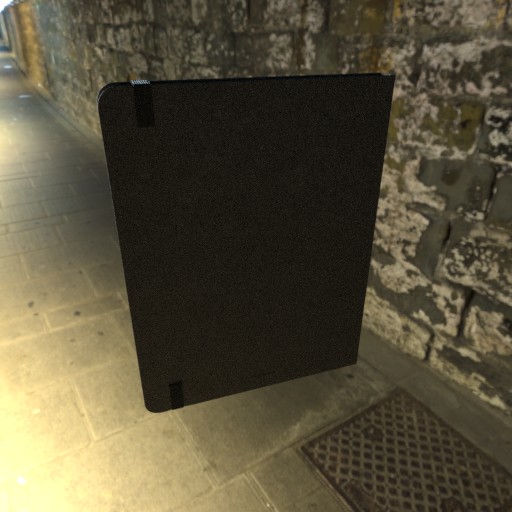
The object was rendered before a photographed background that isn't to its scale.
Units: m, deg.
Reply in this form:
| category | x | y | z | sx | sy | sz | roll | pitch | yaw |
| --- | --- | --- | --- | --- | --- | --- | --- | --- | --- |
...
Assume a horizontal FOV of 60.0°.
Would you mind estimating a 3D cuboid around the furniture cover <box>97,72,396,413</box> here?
| category | x | y | z | sx | sy | sz | roll | pitch | yaw |
| --- | --- | --- | --- | --- | --- | --- | --- | --- | --- |
| furniture cover | 0.000 | 0.000 | 0.375 | 0.216 | 0.281 | 0.023 | -9 | 29 | -17 |
